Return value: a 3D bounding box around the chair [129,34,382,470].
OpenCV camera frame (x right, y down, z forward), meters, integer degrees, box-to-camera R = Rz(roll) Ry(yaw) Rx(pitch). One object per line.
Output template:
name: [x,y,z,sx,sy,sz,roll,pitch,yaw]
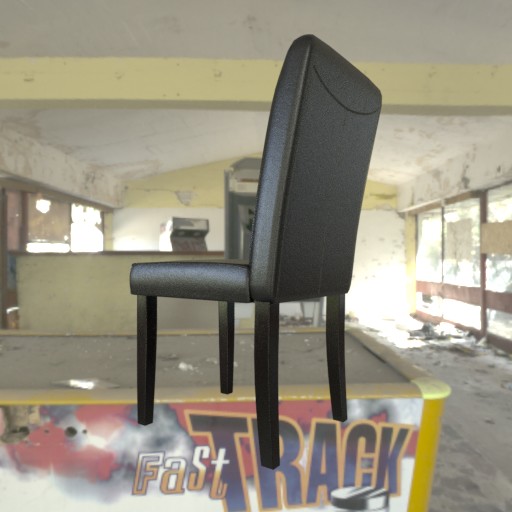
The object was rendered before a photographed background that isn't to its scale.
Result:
chair: [0.000,0.000,1.179,0.556,0.897,0.399,0,-1,36]
